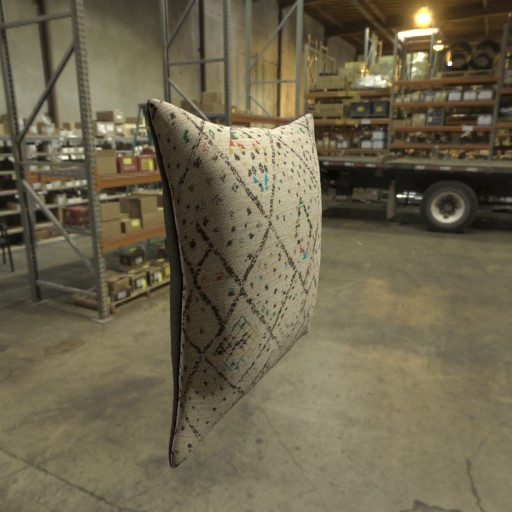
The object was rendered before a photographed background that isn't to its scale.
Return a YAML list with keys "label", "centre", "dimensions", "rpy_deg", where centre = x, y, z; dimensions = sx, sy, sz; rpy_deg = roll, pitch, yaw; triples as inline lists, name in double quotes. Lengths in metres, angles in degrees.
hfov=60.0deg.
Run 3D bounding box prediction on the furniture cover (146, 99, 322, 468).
- label: "furniture cover"
  centre: [0.000, 0.000, 0.777]
  dimensions: [0.180, 0.498, 0.525]
  rpy_deg: [8, 17, 26]
